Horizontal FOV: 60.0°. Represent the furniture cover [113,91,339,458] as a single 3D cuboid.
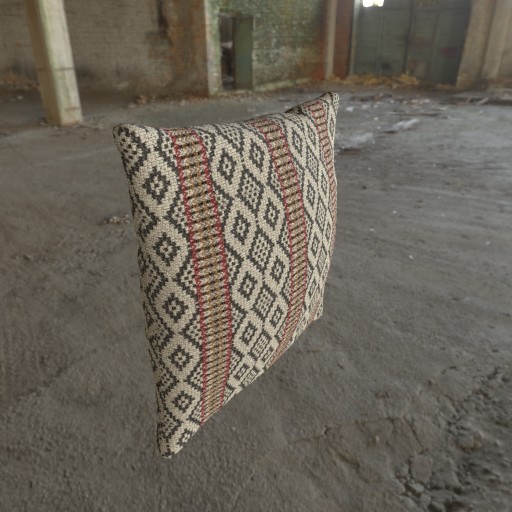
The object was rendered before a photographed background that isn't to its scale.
[{"bbox_3d":[0.000,0.000,0.765,0.182,0.506,0.503,18,31,32],"label":"furniture cover"}]
